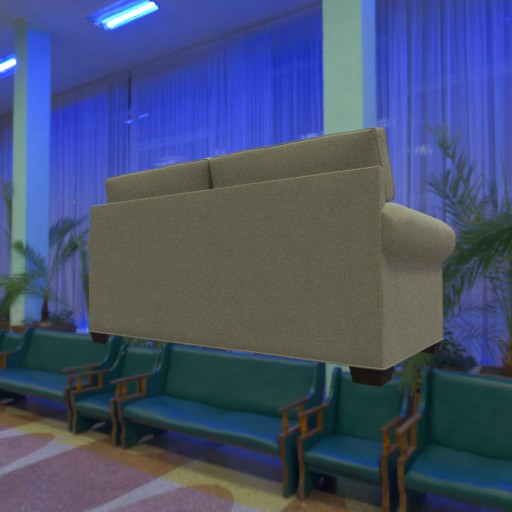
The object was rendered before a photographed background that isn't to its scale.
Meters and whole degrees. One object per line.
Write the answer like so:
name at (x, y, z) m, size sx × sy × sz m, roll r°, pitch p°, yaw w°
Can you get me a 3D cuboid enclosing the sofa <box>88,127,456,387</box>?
sofa at (0.000, 0.000, 2.288) m, size 1.774 × 0.933 × 0.861 m, roll -1°, pitch -2°, yaw 35°
